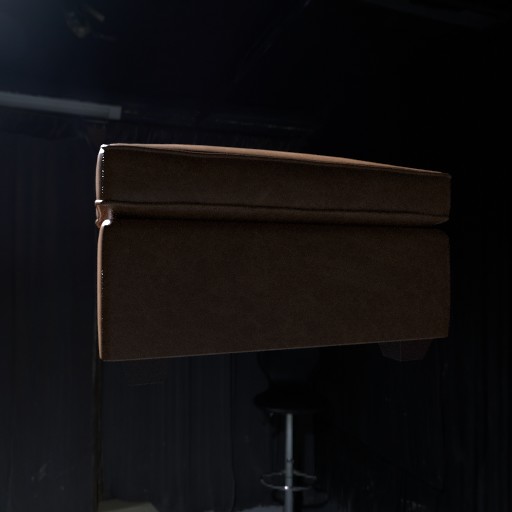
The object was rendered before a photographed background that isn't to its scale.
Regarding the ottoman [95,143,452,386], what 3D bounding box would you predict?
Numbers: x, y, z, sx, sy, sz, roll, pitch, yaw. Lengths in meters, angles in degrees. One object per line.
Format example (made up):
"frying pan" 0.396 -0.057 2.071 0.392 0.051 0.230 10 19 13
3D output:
"ottoman" 0.000 0.000 1.106 0.756 0.468 0.554 0 -1 -20
